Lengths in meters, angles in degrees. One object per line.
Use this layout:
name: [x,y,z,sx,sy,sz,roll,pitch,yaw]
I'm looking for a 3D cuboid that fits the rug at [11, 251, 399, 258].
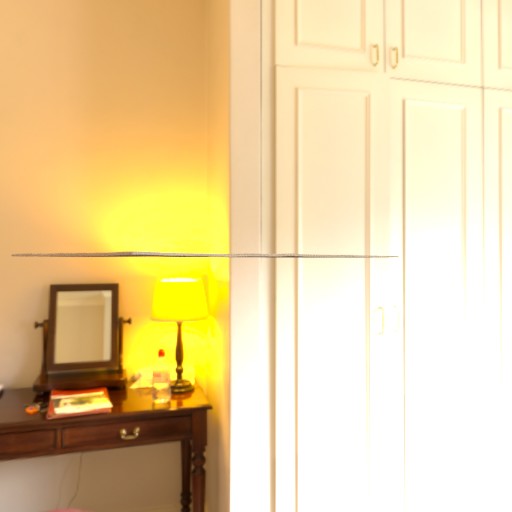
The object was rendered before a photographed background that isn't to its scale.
rug: [0.000,0.000,2.602,0.857,0.018,2.383,0,0,38]
